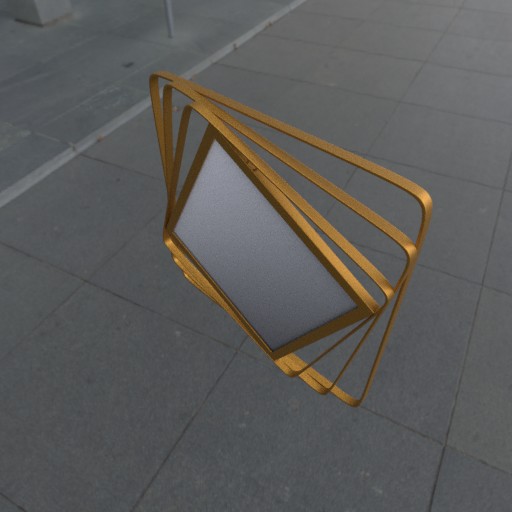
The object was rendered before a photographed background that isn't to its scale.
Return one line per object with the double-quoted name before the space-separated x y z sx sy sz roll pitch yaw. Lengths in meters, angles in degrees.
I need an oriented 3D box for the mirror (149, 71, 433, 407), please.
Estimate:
"mirror" 0.000 0.000 0.707 0.470 0.468 0.045 34 54 29
